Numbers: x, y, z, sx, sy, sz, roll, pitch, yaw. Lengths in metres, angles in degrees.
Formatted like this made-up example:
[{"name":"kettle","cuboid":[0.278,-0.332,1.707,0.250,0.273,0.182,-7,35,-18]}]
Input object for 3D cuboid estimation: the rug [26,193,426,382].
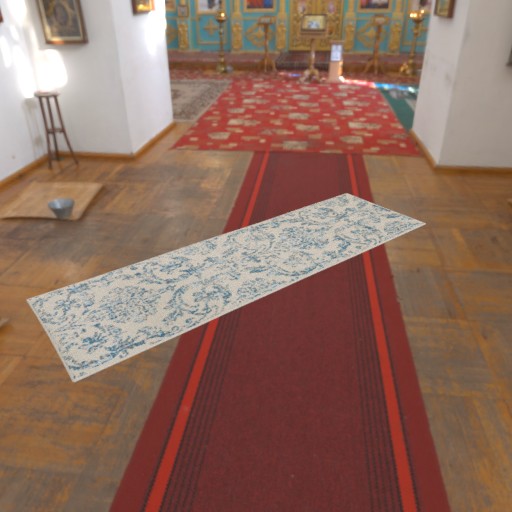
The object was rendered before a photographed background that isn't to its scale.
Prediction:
[{"name":"rug","cuboid":[0.000,0.000,2.423,2.196,0.011,0.662,-21,35,-32]}]
